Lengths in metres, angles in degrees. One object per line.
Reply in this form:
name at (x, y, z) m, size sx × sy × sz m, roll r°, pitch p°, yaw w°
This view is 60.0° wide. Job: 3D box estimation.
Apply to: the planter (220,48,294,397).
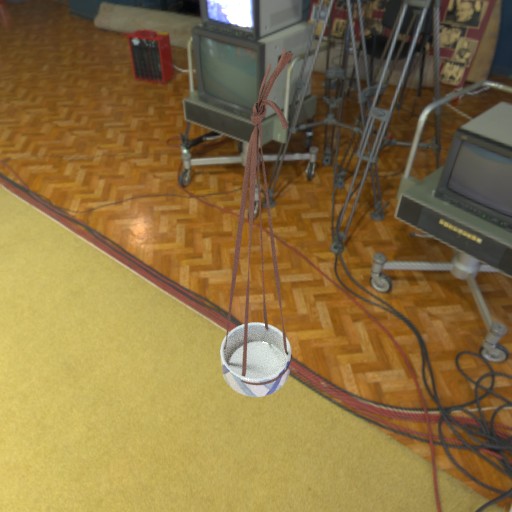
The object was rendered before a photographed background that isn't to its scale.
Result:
planter at (0.000, 0.000, 0.820) m, size 0.166 × 0.751 × 0.166 m, roll 0°, pitch 42°, yaw 0°
